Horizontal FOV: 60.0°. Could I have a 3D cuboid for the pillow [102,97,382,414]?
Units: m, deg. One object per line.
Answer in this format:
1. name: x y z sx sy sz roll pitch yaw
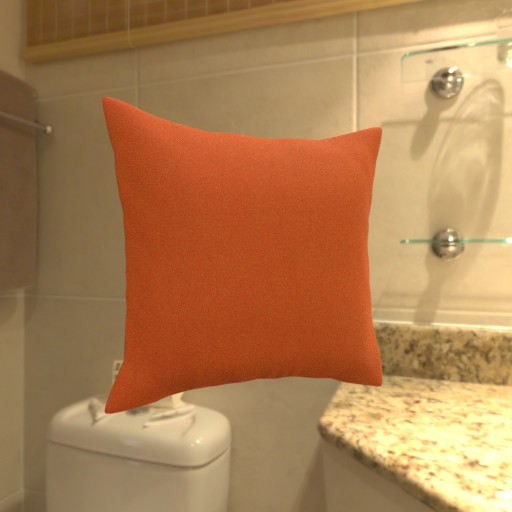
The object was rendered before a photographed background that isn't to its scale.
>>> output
1. pillow: 0.000 0.000 0.689 0.453 0.444 0.169 0 0 -18
